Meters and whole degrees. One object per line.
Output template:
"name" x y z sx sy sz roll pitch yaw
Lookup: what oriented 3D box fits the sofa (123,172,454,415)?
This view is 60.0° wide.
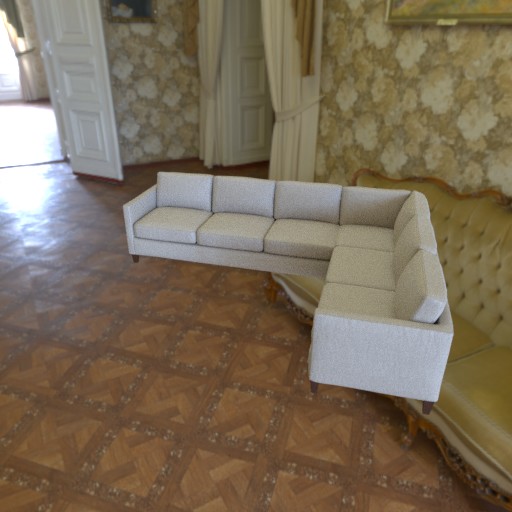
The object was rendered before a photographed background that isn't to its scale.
"sofa" 0.000 0.000 4.390 3.333 0.934 2.522 7 27 14
